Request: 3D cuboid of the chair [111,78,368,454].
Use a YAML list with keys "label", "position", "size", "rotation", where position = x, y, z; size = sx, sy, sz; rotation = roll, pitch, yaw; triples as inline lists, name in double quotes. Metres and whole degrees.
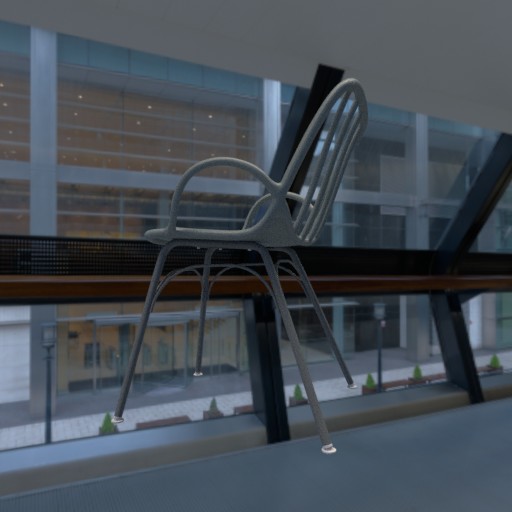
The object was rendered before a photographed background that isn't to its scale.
- label: "chair"
  position: [0.000, 0.000, 1.225]
  size: [0.597, 0.816, 0.549]
  rotation: [0, -1, 18]
